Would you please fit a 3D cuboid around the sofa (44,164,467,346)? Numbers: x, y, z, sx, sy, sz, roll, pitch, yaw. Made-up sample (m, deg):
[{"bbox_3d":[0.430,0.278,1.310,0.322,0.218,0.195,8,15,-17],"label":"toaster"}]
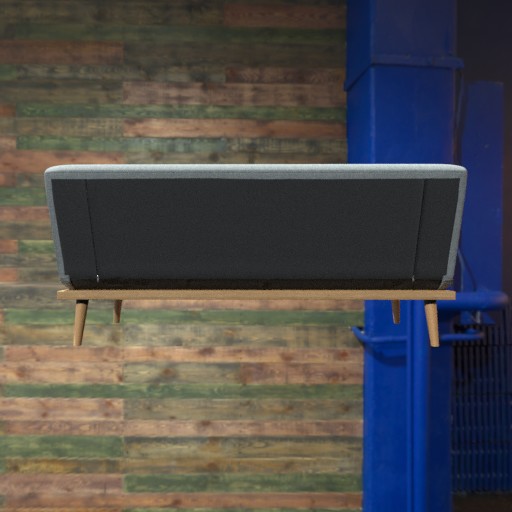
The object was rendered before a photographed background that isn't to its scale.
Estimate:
[{"bbox_3d":[0.000,0.000,2.252,1.820,0.800,0.800,0,0,0],"label":"sofa"}]
